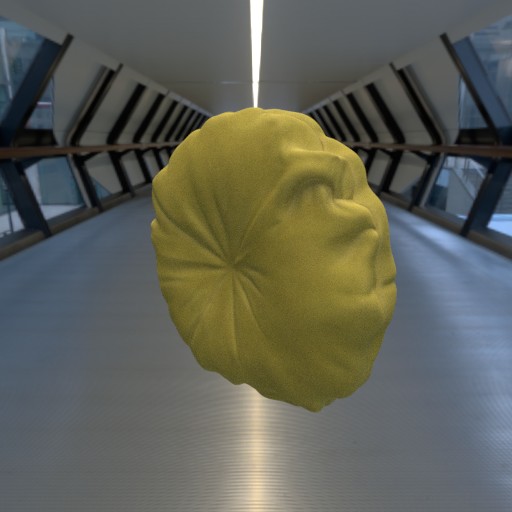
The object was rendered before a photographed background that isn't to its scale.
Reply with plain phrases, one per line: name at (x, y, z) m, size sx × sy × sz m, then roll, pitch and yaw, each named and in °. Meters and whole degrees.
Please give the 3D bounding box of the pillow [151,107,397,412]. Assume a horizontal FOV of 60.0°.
pillow at (0.000, 0.000, 0.641) m, size 0.428 × 0.407 × 0.148 m, roll 15°, pitch 21°, yaw 42°
